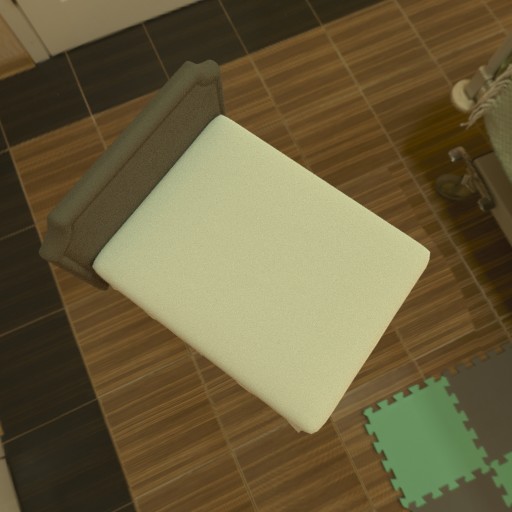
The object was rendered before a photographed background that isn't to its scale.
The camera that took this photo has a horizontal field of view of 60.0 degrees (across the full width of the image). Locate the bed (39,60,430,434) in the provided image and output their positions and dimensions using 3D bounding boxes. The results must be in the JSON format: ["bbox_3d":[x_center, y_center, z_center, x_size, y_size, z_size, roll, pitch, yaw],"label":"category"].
[{"bbox_3d":[0.000,0.000,3.280,2.181,1.297,1.831,35,78,9],"label":"bed"}]
